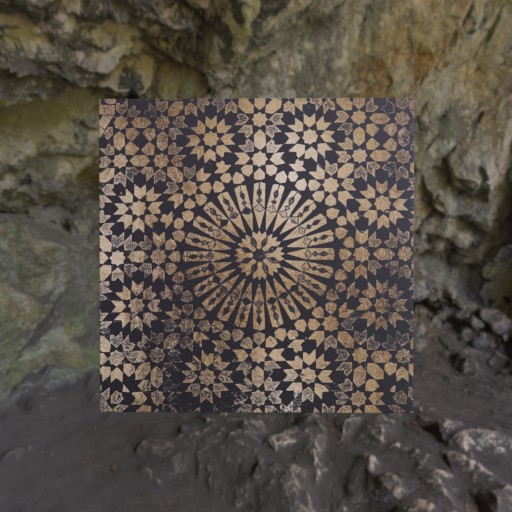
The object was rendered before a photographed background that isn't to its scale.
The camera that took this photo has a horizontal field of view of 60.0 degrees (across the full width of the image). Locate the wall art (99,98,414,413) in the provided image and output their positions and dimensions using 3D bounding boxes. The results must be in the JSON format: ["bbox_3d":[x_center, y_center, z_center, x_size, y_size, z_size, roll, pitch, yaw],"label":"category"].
[{"bbox_3d":[0.000,0.000,0.880,0.612,0.612,0.038,0,1,1],"label":"wall art"}]
